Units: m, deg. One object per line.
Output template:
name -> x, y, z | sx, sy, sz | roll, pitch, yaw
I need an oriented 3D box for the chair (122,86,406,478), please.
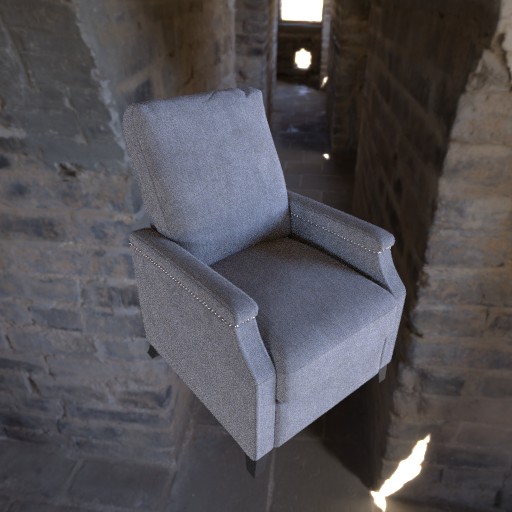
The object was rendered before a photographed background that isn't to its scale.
chair -> 0.000, 0.000, 1.633 | 0.710, 1.049, 0.922 | -23, 38, -33
